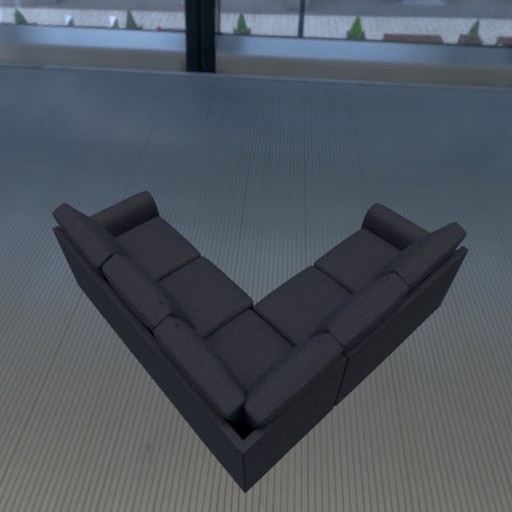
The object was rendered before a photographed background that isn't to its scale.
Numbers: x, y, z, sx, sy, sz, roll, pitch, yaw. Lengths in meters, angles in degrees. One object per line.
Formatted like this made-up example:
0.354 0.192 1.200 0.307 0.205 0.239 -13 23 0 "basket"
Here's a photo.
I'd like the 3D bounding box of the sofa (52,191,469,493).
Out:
0.000 0.000 3.883 2.487 1.042 2.562 -33 55 -27 "sofa"
